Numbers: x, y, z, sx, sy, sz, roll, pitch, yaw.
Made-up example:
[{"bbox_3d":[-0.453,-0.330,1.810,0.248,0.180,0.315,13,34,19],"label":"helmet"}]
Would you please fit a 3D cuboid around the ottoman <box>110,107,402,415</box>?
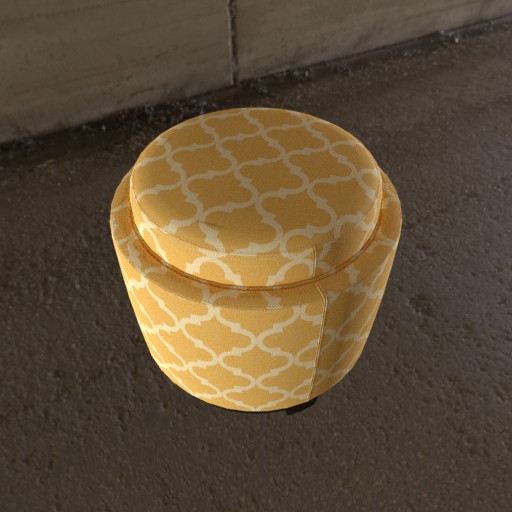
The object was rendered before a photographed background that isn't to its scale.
[{"bbox_3d":[0.000,0.000,0.835,0.480,0.429,0.480,0,46,0],"label":"ottoman"}]
